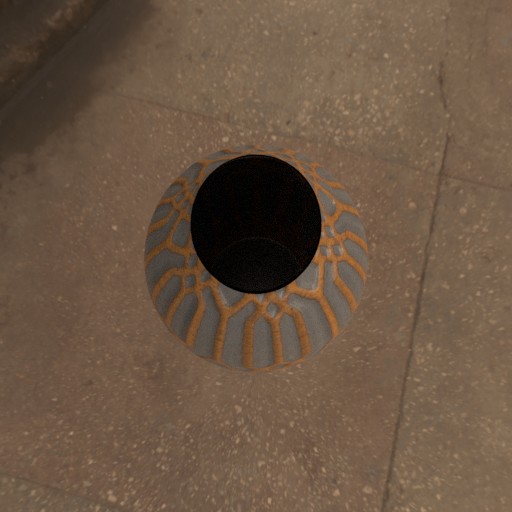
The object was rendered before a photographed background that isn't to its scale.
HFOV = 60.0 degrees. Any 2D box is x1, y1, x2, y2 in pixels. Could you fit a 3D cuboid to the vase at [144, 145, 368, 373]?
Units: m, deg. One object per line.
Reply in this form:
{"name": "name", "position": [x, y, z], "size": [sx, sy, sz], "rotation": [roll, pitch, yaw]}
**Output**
{"name": "vase", "position": [0.000, 0.000, 0.135], "size": [0.069, 0.088, 0.069], "rotation": [0, 75, 0]}
